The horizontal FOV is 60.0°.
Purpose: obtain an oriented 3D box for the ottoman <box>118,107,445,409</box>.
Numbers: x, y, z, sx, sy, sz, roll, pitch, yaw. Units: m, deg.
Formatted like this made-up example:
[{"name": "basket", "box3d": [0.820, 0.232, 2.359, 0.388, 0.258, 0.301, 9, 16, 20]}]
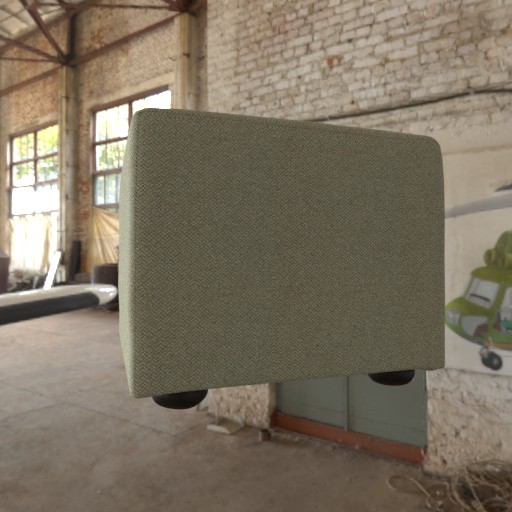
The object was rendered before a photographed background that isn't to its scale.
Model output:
[{"name": "ottoman", "box3d": [0.000, 0.000, 0.898, 0.521, 0.453, 0.512, 0, 0, -19]}]
